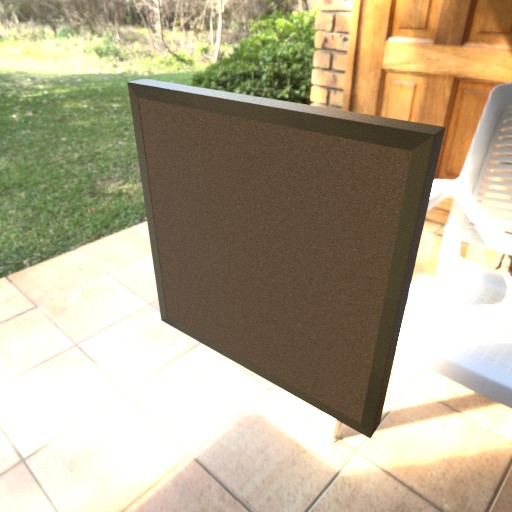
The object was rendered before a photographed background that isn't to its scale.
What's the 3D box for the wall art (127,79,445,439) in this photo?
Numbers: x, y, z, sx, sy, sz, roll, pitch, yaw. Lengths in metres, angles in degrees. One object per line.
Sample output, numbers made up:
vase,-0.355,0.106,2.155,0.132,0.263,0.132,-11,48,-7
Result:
wall art,0.000,0.000,0.749,0.507,0.508,0.038,21,37,31
